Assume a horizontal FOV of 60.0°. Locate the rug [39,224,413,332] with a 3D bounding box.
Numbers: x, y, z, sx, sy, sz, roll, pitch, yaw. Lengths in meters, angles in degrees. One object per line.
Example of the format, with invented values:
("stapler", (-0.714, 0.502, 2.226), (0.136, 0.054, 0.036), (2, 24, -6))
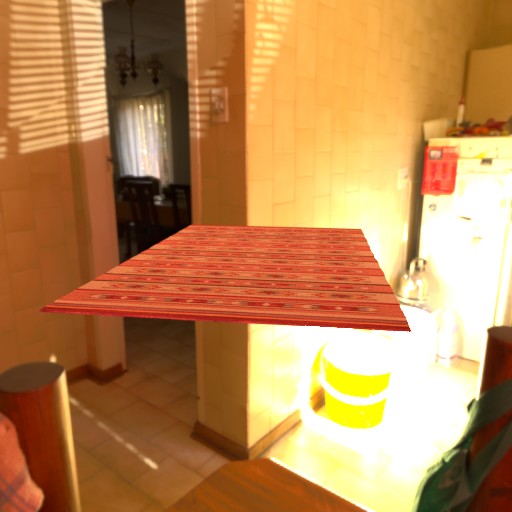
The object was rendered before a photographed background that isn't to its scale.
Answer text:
("rug", (0.000, 0.000, 2.288), (1.223, 0.008, 1.817), (2, 13, 8))
